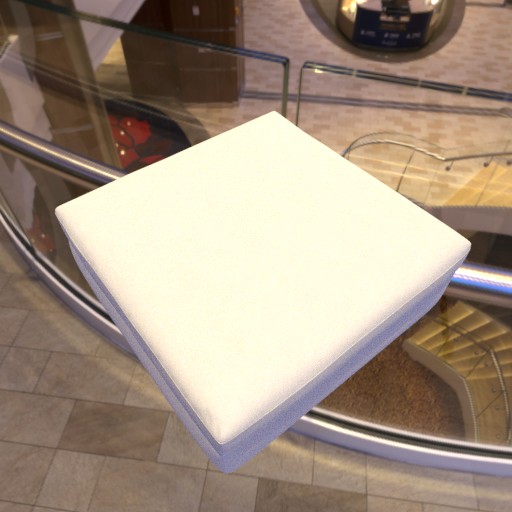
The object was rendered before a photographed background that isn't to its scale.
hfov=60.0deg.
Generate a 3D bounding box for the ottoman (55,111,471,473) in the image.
[{"bbox_3d":[0.000,0.000,1.796,1.167,0.482,1.163,-31,56,-24],"label":"ottoman"}]
